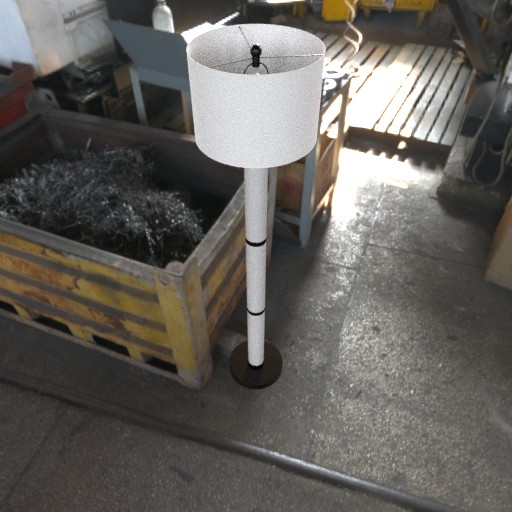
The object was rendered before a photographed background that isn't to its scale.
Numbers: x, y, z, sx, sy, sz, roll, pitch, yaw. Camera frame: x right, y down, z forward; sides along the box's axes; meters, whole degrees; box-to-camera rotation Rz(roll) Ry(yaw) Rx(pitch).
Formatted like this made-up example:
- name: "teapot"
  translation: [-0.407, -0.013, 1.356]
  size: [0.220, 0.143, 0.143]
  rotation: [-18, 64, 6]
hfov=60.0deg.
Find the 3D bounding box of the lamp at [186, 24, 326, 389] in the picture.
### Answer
- name: "lamp"
  translation: [0.000, 0.000, 1.753]
  size: [0.377, 1.599, 0.377]
  rotation: [-11, 46, -11]
